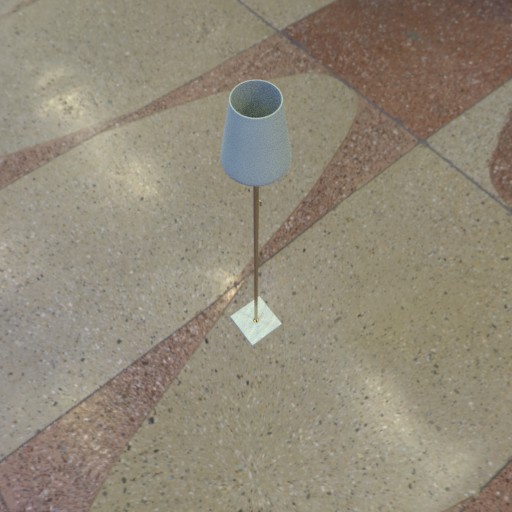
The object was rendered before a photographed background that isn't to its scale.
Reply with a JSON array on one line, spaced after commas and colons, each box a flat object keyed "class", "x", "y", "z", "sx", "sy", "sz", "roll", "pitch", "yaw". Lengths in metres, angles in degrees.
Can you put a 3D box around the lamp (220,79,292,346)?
[{"class": "lamp", "x": 0.000, "y": 0.000, "z": 1.964, "sx": 0.229, "sy": 1.813, "sz": 0.232, "roll": -34, "pitch": 68, "yaw": -16}]
